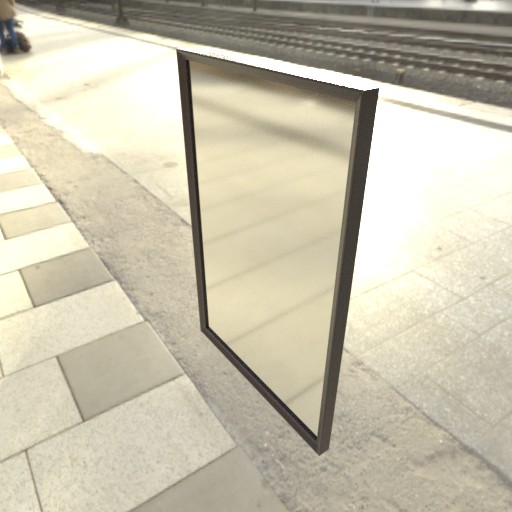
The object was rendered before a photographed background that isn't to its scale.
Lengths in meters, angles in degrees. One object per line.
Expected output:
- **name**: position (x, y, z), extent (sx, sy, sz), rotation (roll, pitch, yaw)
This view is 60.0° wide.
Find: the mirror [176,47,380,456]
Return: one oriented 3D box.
- **mirror**: position (0.000, 0.000, 1.136), extent (0.041, 0.915, 0.609), rotation (-21, 38, -30)
